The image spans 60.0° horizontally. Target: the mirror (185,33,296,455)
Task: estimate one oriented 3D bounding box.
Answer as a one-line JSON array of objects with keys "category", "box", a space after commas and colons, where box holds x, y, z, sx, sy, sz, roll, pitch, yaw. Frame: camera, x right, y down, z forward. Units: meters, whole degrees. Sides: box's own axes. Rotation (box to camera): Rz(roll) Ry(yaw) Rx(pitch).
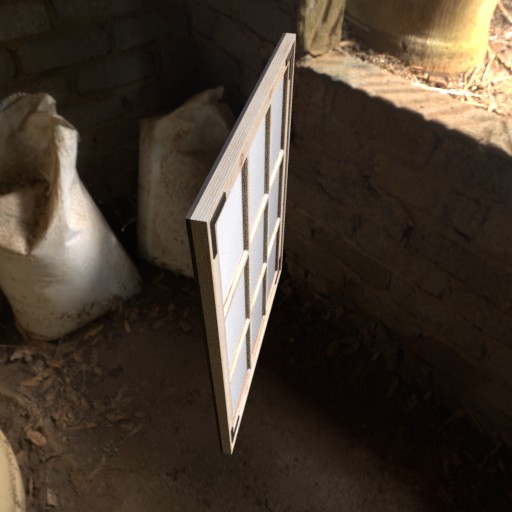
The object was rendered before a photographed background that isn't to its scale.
[{"category": "mirror", "box": [0.000, 0.000, 1.189, 0.032, 0.882, 0.730, 10, 47, 9]}]
